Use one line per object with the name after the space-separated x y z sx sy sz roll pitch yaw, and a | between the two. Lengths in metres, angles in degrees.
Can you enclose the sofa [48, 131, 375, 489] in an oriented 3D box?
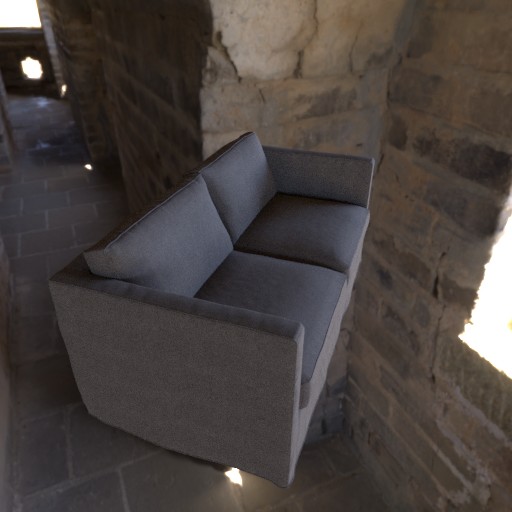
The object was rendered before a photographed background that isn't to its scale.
0.000 0.000 2.299 0.974 0.854 1.802 11 33 17 | sofa
